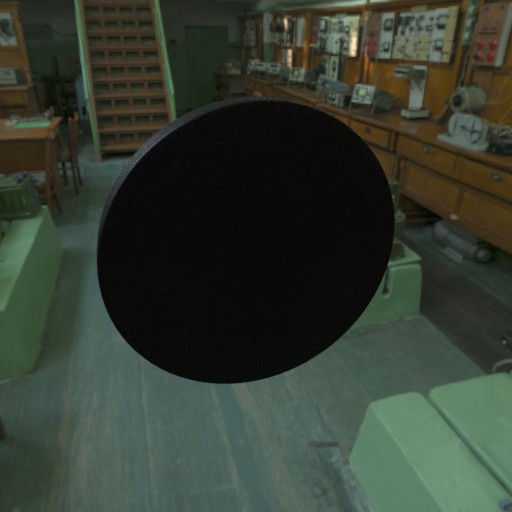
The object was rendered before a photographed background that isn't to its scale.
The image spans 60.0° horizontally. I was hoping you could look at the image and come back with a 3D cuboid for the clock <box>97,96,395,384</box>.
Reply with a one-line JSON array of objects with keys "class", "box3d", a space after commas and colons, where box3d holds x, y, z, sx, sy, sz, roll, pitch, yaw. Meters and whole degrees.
[{"class": "clock", "box3d": [0.000, 0.000, 0.464, 0.314, 0.314, 0.029, -8, 28, -16]}]
